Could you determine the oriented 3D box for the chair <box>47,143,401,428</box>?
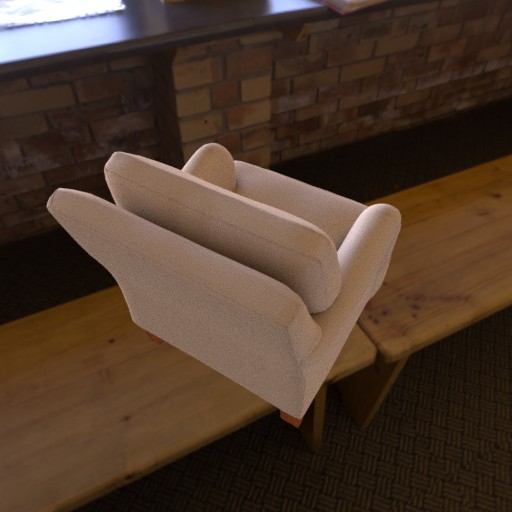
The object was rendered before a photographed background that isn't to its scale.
[{"bbox_3d":[0.000,0.000,1.836,0.955,1.038,1.070,24,51,22],"label":"chair"}]
